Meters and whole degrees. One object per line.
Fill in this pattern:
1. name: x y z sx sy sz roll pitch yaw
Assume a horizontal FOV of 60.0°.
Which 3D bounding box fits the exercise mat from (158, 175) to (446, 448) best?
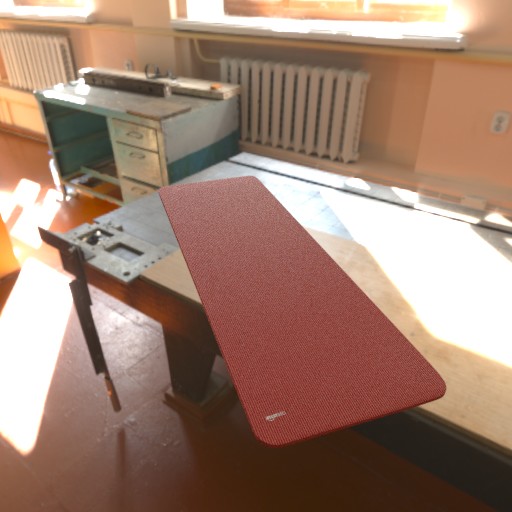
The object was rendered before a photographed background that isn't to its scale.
1. exercise mat: 0.000 0.000 1.997 0.616 0.021 1.869 -10 33 -16
